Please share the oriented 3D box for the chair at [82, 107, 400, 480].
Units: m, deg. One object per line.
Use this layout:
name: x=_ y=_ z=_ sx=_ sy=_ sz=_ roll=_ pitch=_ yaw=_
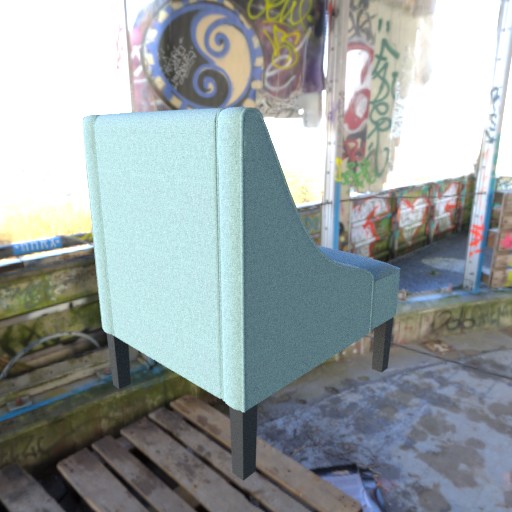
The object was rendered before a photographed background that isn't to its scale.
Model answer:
chair: x=0.000 y=0.000 z=1.866 sx=0.857 sy=1.133 sz=1.025 roll=14 pitch=21 yaw=41
